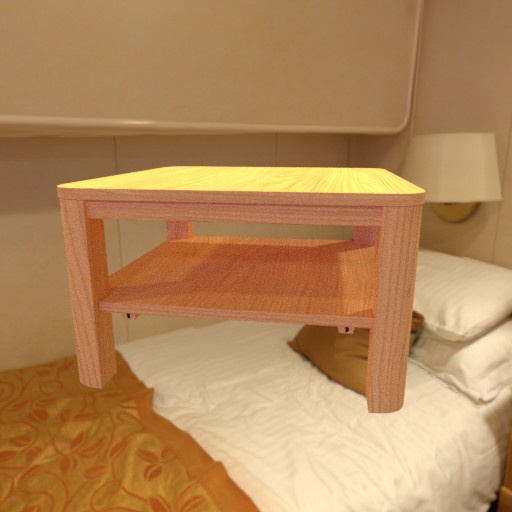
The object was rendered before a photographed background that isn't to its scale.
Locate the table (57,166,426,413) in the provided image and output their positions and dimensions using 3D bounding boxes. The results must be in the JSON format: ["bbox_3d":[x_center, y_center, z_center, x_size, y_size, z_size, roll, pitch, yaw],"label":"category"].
[{"bbox_3d":[0.000,0.000,1.253,0.750,0.450,0.750,2,15,9],"label":"table"}]
